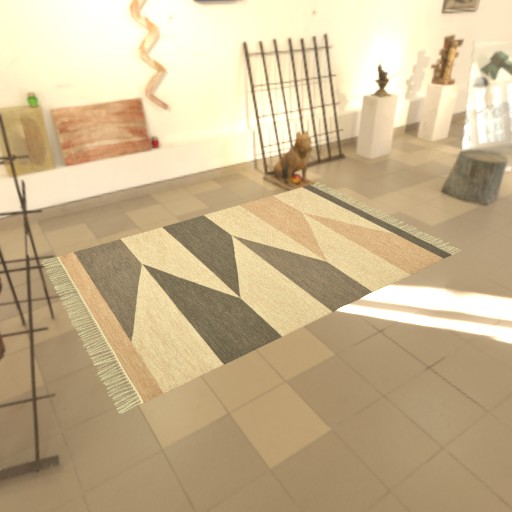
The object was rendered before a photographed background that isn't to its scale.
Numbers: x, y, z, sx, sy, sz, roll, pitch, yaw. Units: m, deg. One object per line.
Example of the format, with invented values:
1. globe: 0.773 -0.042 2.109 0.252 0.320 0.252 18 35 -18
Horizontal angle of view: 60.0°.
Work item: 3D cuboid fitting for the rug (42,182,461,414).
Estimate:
1. rug: 0.000 0.000 2.467 2.021 0.027 1.224 -20 37 -29
